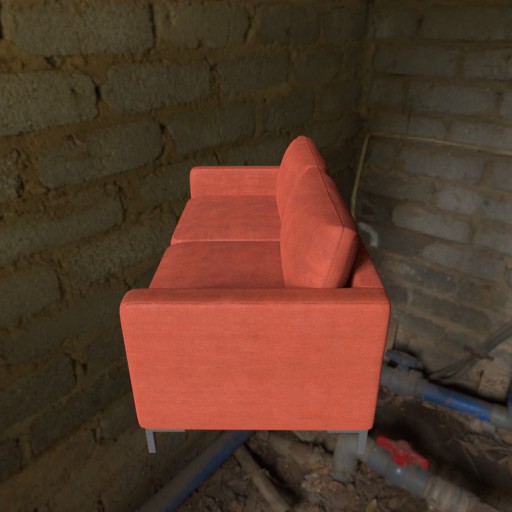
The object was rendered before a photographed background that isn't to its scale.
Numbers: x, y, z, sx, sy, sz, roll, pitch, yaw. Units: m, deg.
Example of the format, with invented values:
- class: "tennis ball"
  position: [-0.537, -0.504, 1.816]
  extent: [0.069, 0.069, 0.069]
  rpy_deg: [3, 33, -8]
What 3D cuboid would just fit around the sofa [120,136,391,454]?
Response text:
- class: "sofa"
  position: [0.000, 0.000, 2.130]
  extent: [0.864, 0.896, 1.574]
  rpy_deg: [0, 27, 1]
